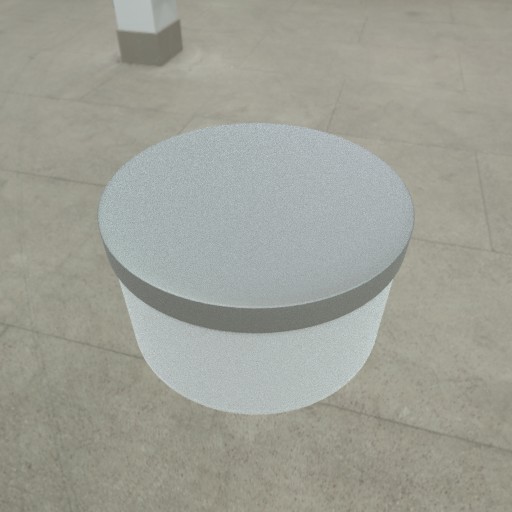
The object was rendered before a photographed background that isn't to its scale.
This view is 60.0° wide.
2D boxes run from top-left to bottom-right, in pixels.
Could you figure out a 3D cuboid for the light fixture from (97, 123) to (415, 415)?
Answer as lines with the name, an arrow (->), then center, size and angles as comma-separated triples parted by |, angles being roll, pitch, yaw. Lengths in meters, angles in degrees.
light fixture -> 0.000, 0.000, 0.642 | 0.393, 0.229, 0.393 | 0, 42, 0
